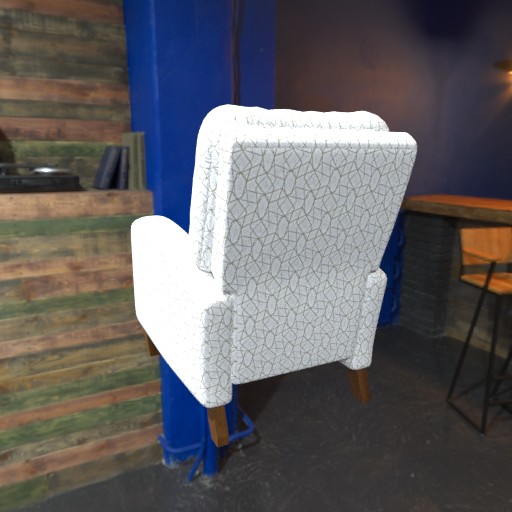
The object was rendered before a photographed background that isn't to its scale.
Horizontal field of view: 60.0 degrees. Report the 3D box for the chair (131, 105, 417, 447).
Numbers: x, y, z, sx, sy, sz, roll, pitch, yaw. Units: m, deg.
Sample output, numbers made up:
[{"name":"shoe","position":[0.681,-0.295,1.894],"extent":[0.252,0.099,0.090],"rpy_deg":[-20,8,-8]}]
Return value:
[{"name":"chair","position":[0.000,0.000,1.764],"extent":[0.796,1.064,0.995],"rpy_deg":[-6,14,-26]}]
